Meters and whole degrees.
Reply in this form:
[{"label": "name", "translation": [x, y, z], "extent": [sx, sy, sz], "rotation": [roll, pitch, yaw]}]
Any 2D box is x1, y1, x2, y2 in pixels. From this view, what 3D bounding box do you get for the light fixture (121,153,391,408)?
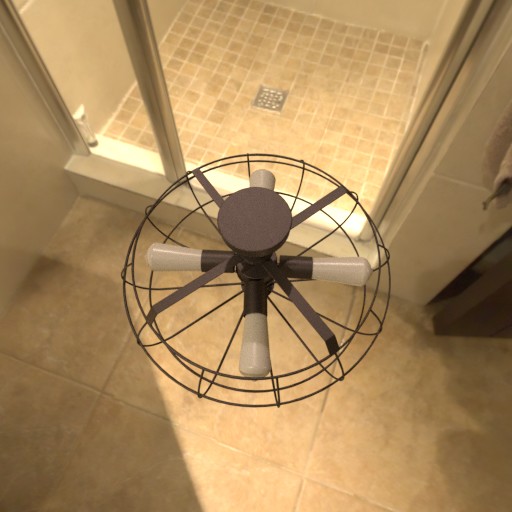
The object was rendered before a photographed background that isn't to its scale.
[{"label": "light fixture", "translation": [0.000, 0.000, 0.917], "extent": [0.582, 0.311, 0.582], "rotation": [0, 64, 0]}]
